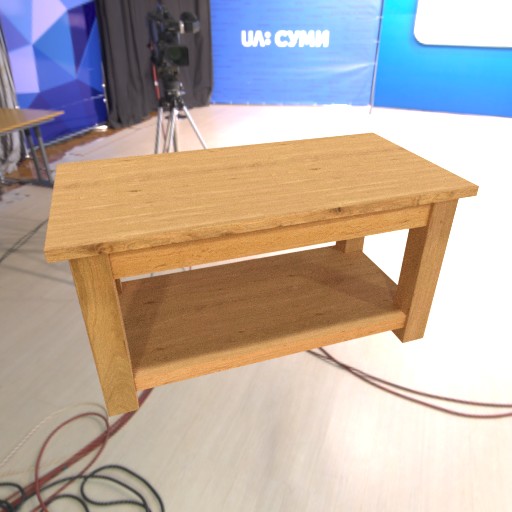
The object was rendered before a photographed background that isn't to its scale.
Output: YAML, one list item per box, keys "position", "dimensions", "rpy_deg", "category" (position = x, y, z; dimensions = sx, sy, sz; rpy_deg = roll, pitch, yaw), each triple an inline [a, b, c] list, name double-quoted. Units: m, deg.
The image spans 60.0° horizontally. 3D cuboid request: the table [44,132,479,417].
- position: [0.000, 0.000, 1.164]
  dimensions: [0.899, 0.452, 0.450]
  rpy_deg: [-10, 33, -16]
  category: "table"
